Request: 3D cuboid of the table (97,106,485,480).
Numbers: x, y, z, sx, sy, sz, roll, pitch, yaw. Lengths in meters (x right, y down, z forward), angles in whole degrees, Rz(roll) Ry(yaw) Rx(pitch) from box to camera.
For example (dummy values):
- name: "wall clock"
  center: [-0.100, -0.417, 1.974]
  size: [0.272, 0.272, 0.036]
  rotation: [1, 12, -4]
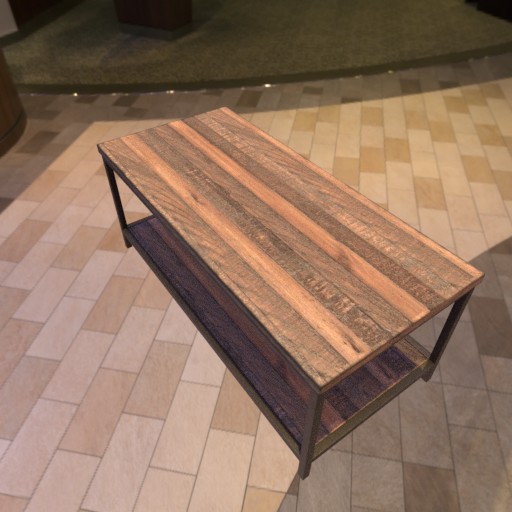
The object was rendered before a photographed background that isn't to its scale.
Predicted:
- name: "table"
  center: [0.000, 0.000, 1.246]
  size: [0.452, 0.399, 0.990]
  rotation: [-26, 48, -25]
